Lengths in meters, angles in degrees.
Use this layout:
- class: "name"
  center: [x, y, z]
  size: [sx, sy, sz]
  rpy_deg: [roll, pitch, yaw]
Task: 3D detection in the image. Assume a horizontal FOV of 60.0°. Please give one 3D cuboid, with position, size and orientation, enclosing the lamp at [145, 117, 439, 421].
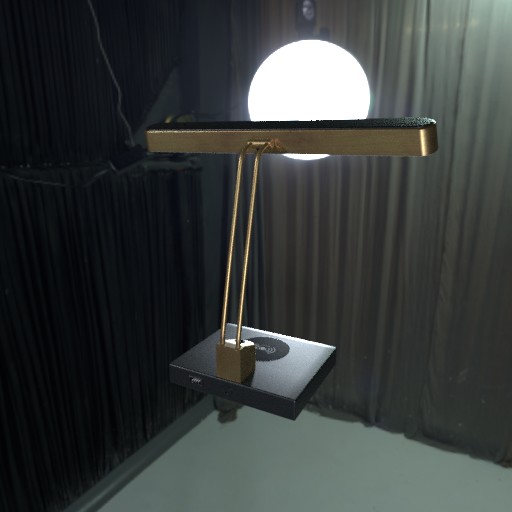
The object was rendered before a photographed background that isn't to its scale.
- class: "lamp"
  center: [0.000, 0.000, 0.584]
  size: [0.412, 0.345, 0.156]
  rpy_deg: [8, 17, 27]
